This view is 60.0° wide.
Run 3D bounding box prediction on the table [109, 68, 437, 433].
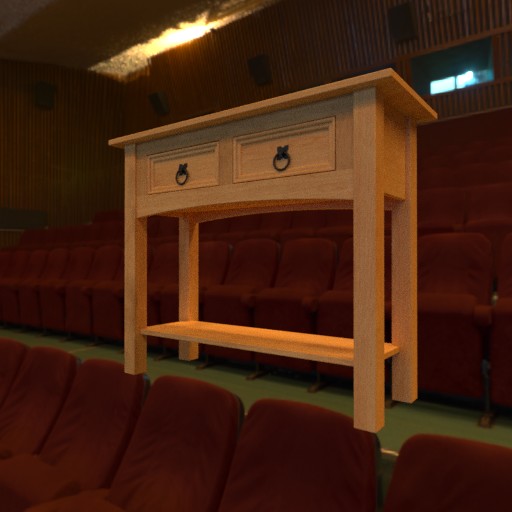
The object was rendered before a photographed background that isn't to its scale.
[{"bbox_3d":[0.000,0.000,1.259,0.900,0.728,0.340,0,0,36],"label":"table"}]
